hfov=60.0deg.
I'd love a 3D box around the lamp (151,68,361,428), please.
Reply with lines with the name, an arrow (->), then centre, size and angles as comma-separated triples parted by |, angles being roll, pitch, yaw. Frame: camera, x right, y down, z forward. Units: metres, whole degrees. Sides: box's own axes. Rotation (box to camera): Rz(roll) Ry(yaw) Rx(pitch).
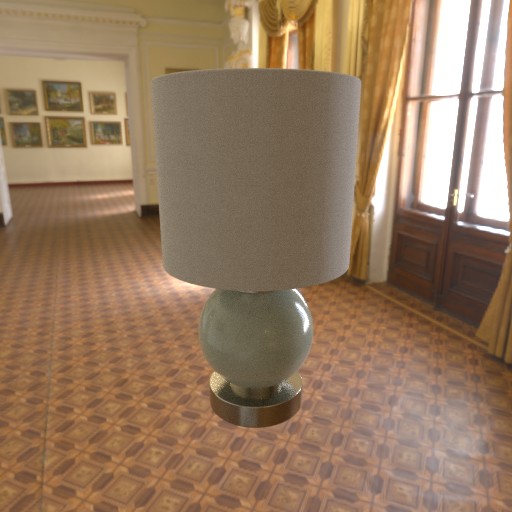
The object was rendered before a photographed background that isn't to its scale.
lamp -> 0.000, 0.000, 0.480 | 0.201, 0.353, 0.201 | -3, 16, -9
